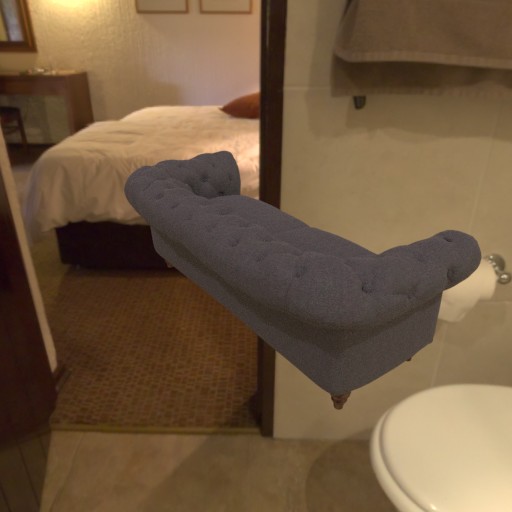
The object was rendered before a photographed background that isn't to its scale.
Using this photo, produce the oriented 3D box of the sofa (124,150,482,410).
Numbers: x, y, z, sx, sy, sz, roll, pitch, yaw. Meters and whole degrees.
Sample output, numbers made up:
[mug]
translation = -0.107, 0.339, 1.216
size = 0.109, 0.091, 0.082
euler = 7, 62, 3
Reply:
[sofa]
translation = 0.000, 0.000, 2.817
size = 1.046, 0.836, 2.335
euler = -18, 32, -32
